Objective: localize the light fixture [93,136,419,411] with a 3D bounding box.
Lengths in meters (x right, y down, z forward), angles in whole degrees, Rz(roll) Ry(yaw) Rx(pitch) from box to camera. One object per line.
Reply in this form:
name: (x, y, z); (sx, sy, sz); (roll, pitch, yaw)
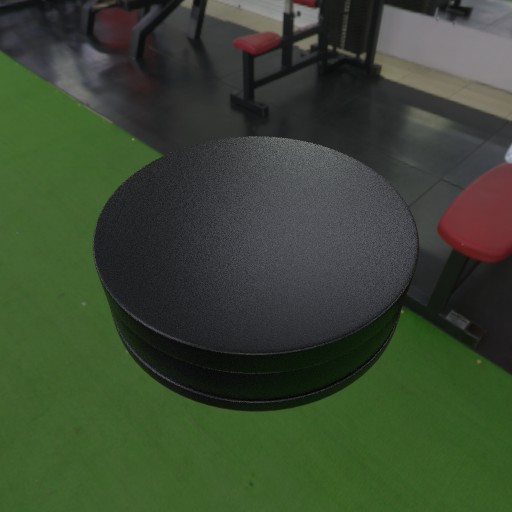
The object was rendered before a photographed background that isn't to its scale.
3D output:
light fixture: (0.000, 0.000, 0.426); (0.283, 0.097, 0.283); (0, 45, 0)
